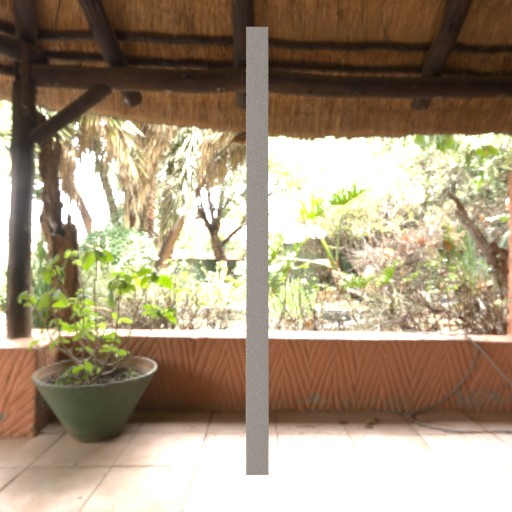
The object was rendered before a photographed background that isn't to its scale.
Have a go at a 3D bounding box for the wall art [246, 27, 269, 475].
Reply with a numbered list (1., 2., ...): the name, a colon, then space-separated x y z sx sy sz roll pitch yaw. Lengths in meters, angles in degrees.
1. wall art: 0.000 0.000 1.133 0.038 0.762 0.762 0 -3 0
